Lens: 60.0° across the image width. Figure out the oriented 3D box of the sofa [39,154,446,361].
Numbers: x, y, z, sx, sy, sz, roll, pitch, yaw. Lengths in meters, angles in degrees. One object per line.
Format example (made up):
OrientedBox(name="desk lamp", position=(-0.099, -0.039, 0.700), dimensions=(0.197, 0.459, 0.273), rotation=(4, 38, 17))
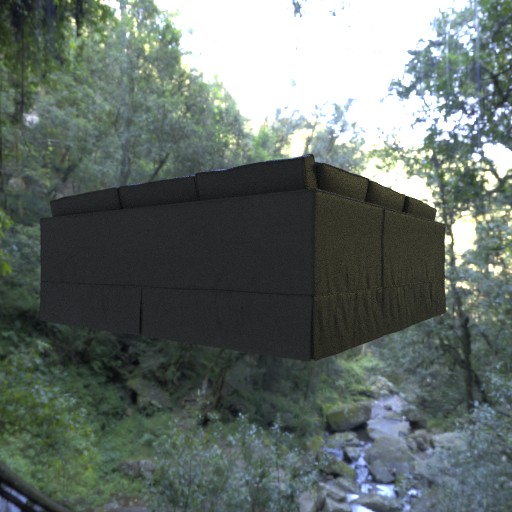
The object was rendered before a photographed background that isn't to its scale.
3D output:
OrientedBox(name="sofa", position=(0.000, 0.000, 3.957), dimensions=(2.623, 1.081, 2.618), rotation=(-1, -1, 36))
